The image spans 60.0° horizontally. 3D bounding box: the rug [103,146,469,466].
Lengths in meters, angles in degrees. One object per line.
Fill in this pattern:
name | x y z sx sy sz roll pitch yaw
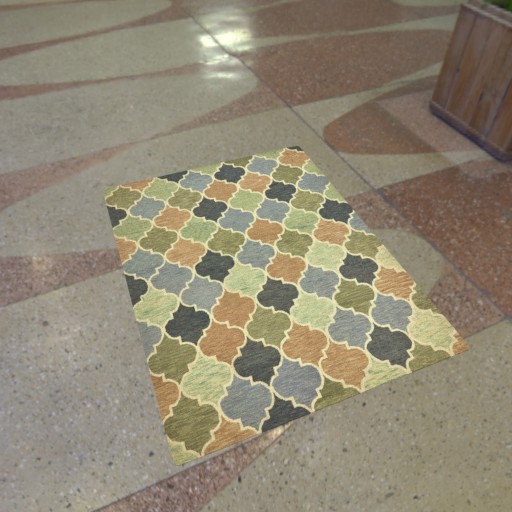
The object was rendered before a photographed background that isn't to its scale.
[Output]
rug | 0.000 0.000 4.273 2.439 0.013 3.200 -16 48 -15
